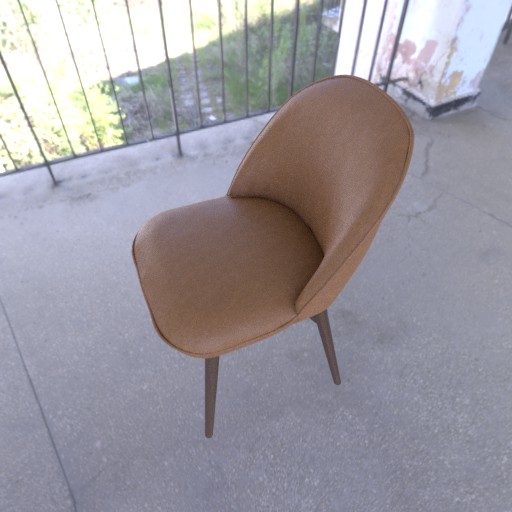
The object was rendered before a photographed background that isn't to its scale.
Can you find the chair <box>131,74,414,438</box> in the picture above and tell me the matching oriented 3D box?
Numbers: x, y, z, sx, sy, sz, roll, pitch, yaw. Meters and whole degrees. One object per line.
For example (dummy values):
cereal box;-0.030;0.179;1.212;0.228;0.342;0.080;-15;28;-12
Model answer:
chair;0.000;0.000;1.215;0.631;0.831;0.521;-17;50;-15
